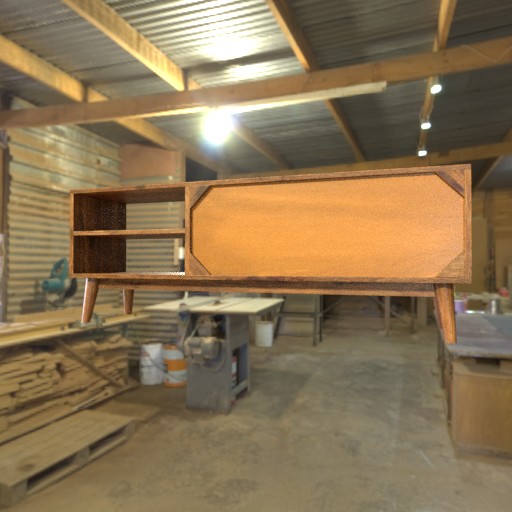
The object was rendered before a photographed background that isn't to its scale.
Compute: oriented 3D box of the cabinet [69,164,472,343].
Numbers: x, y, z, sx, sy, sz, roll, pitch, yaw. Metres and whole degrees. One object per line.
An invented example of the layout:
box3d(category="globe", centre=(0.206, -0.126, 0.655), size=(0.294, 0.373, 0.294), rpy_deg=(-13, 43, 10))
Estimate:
box3d(category="cabinet", centre=(0.000, 0.000, 1.691), size=(1.448, 0.528, 0.349), rpy_deg=(0, -1, 19))
